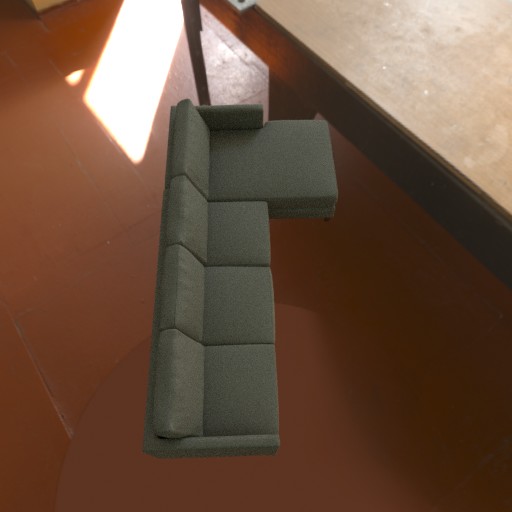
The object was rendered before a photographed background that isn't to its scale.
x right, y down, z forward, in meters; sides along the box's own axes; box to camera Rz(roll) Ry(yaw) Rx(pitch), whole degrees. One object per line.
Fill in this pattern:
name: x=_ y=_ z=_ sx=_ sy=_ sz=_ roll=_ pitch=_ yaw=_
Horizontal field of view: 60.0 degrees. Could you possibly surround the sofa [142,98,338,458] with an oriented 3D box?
sofa: x=0.000 y=0.000 z=3.909 sx=1.625 sy=0.861 sz=3.186 roll=-2 pitch=62 yaw=-1
